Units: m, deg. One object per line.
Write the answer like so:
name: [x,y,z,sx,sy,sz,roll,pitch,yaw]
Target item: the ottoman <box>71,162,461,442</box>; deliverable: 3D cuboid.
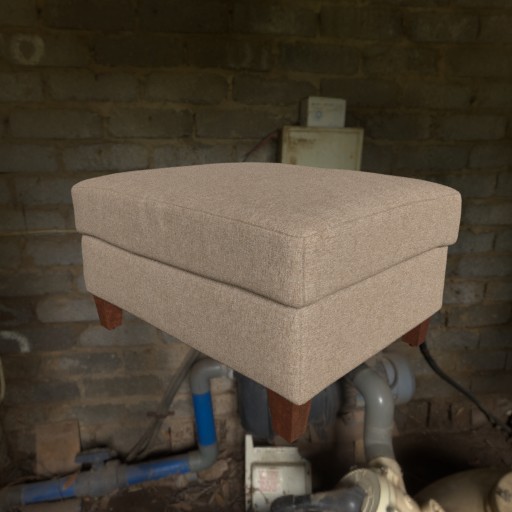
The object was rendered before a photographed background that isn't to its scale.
ottoman: [0.000,0.000,1.278,0.889,0.511,0.692,15,22,42]
